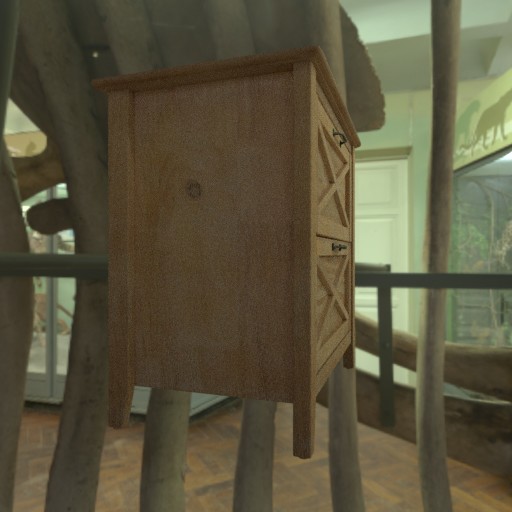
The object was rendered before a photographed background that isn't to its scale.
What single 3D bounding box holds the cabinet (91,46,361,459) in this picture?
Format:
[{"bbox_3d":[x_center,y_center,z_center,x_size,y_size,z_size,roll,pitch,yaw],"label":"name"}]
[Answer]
[{"bbox_3d":[0.000,0.000,1.236,0.503,0.762,0.763,0,0,19],"label":"cabinet"}]
